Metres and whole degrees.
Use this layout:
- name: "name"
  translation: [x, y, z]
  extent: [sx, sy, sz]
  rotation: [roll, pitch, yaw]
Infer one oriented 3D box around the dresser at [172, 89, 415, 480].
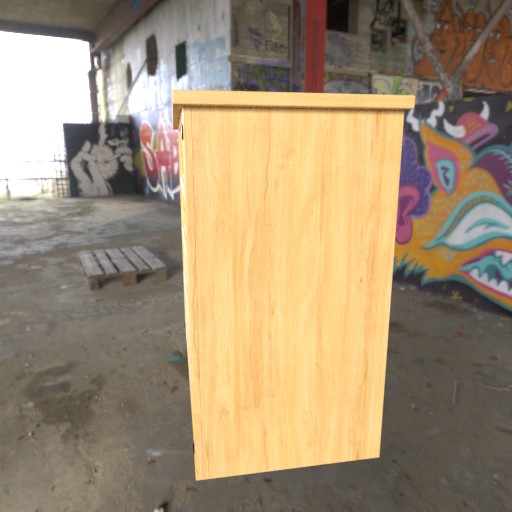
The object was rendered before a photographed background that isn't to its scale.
- name: "dresser"
  translation: [0.000, 0.000, 1.188]
  extent: [0.410, 0.730, 0.800]
  rotation: [-2, 13, -10]
